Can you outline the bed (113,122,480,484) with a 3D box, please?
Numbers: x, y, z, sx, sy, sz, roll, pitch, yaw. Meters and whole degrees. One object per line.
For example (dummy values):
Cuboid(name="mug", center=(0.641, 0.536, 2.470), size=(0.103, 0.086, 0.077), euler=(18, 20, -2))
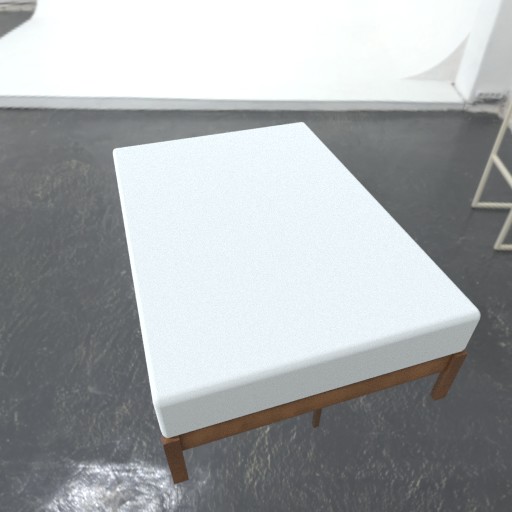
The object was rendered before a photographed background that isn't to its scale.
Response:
Cuboid(name="bed", center=(0.000, 0.000, 2.527), size=(1.348, 0.616, 1.927), euler=(-12, 43, -13))
